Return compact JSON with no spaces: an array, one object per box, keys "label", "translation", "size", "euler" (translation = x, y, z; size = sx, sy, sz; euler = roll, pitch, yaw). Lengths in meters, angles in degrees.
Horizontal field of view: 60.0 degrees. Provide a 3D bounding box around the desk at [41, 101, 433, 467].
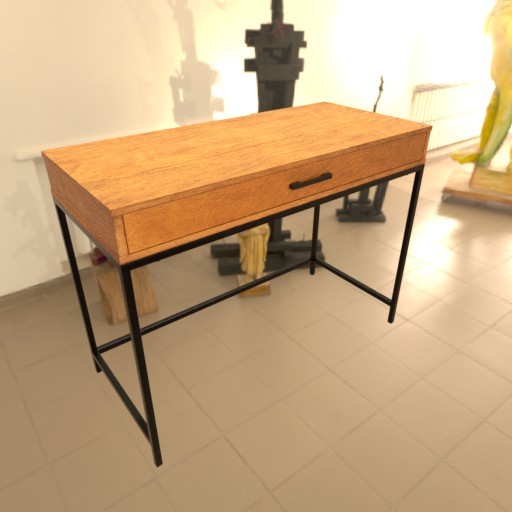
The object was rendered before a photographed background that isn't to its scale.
[{"label":"desk","translation":[0.000,0.000,1.423],"size":[1.016,0.762,0.470],"euler":[-21,36,-32]}]
